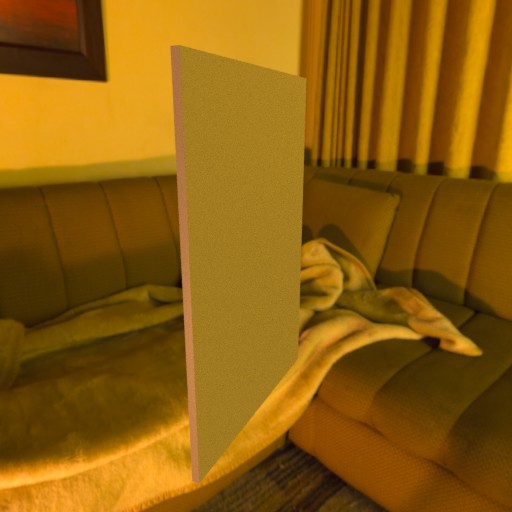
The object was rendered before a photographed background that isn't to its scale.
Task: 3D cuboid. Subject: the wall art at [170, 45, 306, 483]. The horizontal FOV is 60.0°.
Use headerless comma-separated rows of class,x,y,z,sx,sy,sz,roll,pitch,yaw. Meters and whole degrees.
wall art,0.000,0.000,0.598,0.010,0.474,0.325,8,18,25
